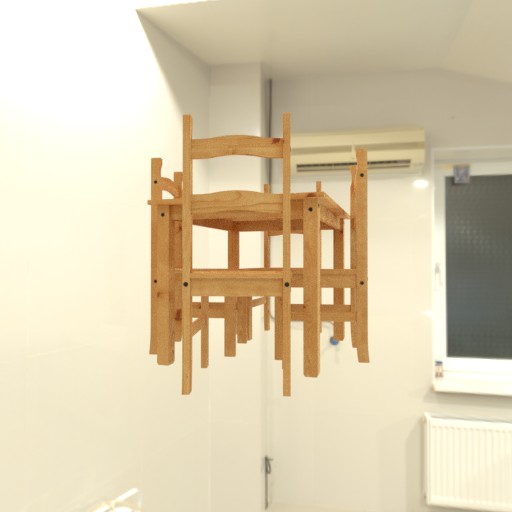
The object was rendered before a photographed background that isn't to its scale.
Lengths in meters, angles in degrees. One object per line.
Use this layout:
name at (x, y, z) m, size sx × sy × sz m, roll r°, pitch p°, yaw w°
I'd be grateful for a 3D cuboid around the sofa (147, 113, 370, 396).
sofa at (0.000, 0.000, 2.293) m, size 1.144 × 1.000 × 1.529 m, roll 0°, pitch -1°, yaw 18°
